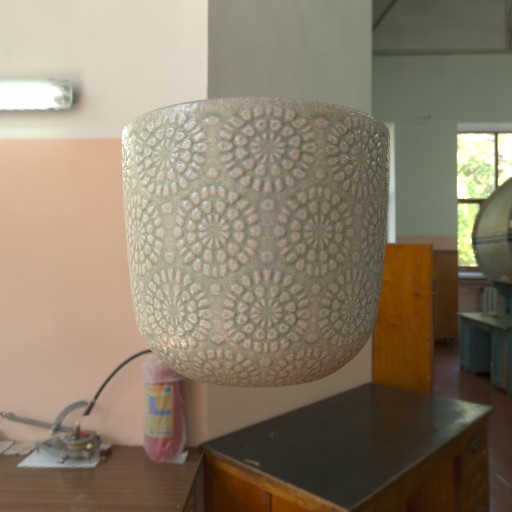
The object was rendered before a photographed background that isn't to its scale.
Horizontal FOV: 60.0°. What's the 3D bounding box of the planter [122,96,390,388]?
[{"bbox_3d":[0.000,0.000,0.213,0.124,0.109,0.124,0,-1,0],"label":"planter"}]
